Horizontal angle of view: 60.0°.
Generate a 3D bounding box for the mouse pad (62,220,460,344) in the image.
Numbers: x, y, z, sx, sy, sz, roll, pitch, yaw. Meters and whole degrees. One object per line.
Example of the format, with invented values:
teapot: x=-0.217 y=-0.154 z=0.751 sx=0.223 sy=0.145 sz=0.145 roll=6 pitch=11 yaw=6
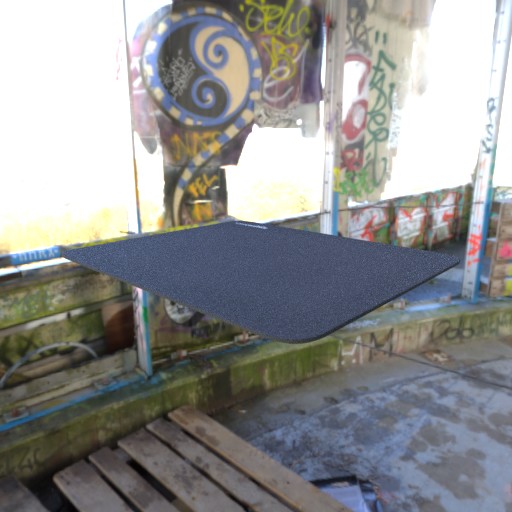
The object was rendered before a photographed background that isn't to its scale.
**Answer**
mouse pad: x=0.000 y=0.000 z=0.349 sx=0.249 sy=0.002 sz=0.211 roll=13 pitch=20 yaw=41
